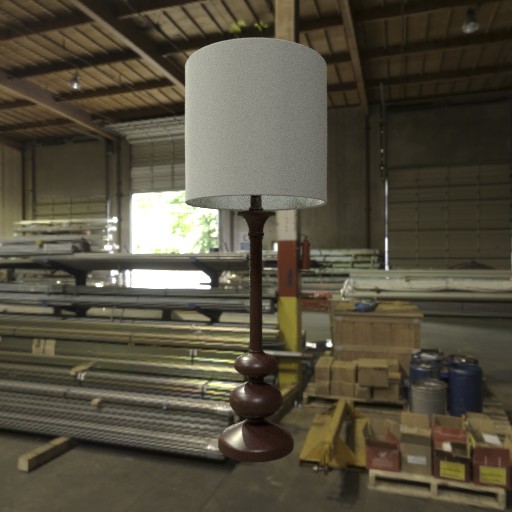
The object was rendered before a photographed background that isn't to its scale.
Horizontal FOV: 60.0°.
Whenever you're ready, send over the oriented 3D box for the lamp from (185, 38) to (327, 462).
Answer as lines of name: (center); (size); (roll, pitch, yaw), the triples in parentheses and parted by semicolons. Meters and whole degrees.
lamp: (0.000, 0.000, 0.803); (0.254, 0.690, 0.254); (0, 0, 17)
